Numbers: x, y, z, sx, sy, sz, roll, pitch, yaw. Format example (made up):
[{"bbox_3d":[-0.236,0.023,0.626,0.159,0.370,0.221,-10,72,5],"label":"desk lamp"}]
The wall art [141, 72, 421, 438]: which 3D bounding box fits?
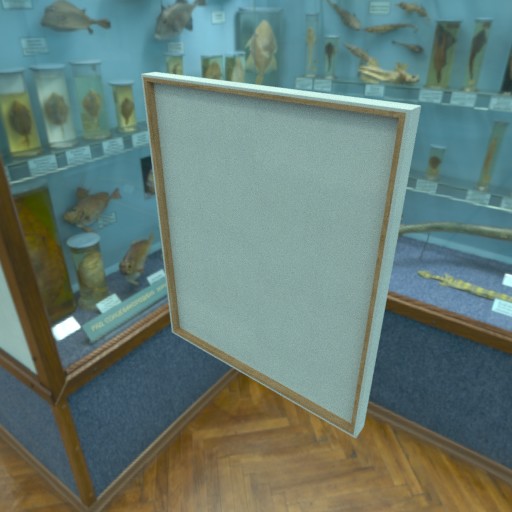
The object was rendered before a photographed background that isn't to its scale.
[{"bbox_3d":[0.000,0.000,0.839,0.508,0.606,0.037,21,36,32],"label":"wall art"}]
